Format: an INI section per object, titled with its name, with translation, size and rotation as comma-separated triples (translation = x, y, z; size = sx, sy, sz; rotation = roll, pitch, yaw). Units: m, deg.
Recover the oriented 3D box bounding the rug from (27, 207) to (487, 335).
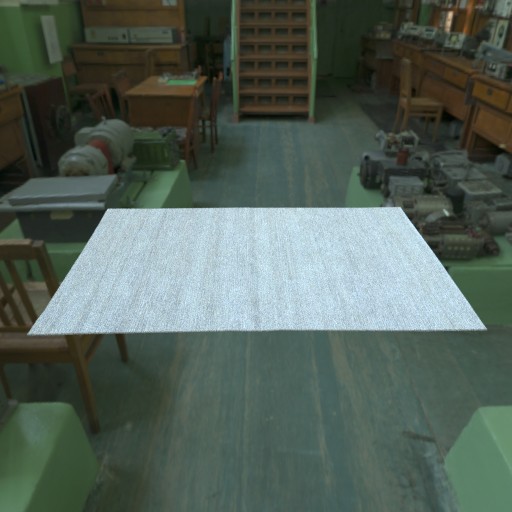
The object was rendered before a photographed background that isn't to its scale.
[rug]
translation = 0.000, 0.000, 2.242
size = 1.820, 0.022, 1.179
rotation = 0, 30, -1
